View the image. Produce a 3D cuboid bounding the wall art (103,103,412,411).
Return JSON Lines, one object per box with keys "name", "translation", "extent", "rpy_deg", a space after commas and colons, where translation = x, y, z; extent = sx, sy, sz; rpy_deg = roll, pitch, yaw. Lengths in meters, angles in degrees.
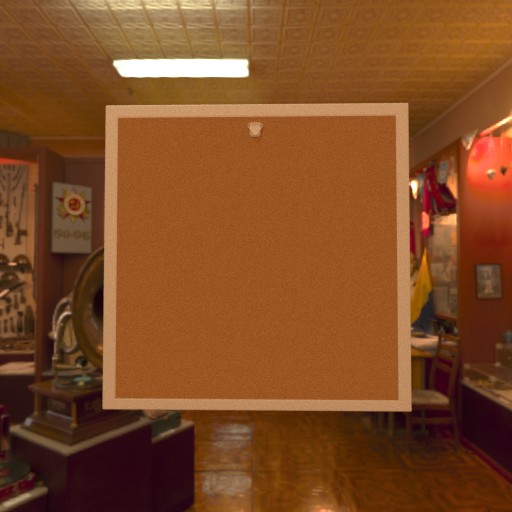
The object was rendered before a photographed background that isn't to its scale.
{"name": "wall art", "translation": [0.000, 0.000, 1.117], "extent": [0.761, 0.762, 0.050], "rpy_deg": [0, -2, 1]}
